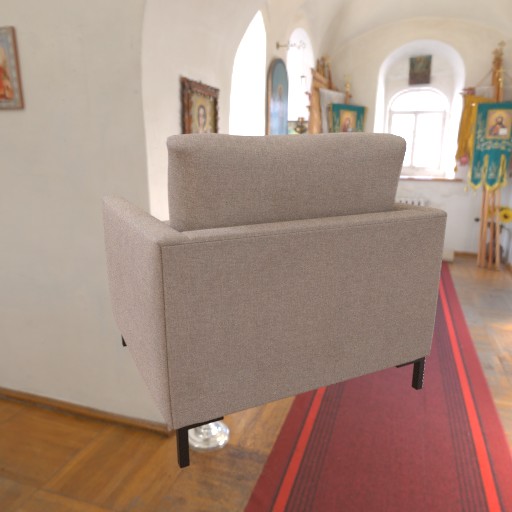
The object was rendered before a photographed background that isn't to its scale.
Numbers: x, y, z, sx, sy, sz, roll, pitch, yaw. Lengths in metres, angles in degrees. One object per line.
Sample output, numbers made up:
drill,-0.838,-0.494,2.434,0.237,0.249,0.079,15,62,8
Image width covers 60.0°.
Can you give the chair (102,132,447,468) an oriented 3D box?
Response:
chair,0.000,0.000,1.610,0.963,0.861,0.866,-7,16,-26
